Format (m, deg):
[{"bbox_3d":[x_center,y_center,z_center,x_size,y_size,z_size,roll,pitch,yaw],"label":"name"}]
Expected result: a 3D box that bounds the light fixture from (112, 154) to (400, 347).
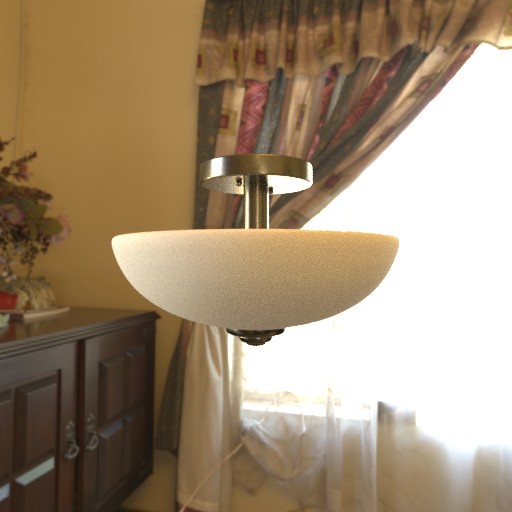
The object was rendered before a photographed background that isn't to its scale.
[{"bbox_3d":[0.000,0.000,0.533,0.330,0.214,0.330,0,-1,0],"label":"light fixture"}]
